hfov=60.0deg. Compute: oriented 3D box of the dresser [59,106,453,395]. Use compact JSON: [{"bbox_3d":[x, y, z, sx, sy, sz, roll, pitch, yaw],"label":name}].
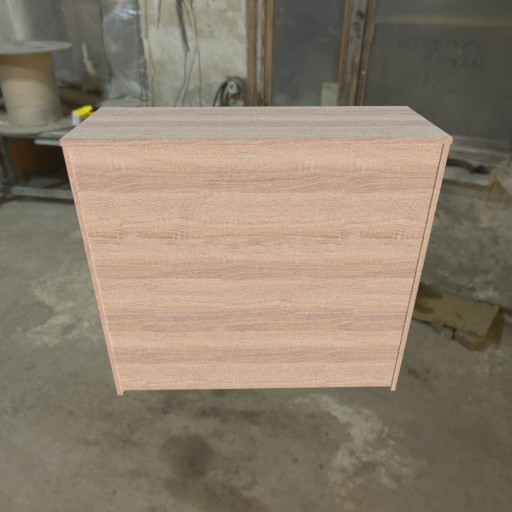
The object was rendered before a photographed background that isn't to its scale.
[{"bbox_3d":[0.000,0.000,1.494,0.980,0.900,0.380,-1,30,-1],"label":"dresser"}]
